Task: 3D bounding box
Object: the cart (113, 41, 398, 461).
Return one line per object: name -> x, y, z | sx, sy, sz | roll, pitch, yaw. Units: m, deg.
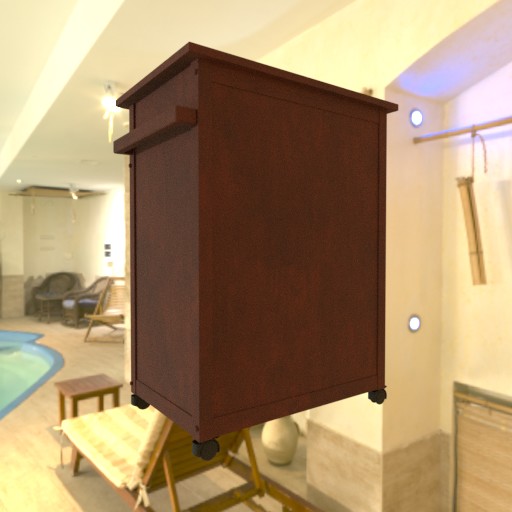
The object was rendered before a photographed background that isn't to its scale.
cart -> 0.000, 0.000, 1.252 | 0.683, 0.864, 0.442 | -1, 2, -36
